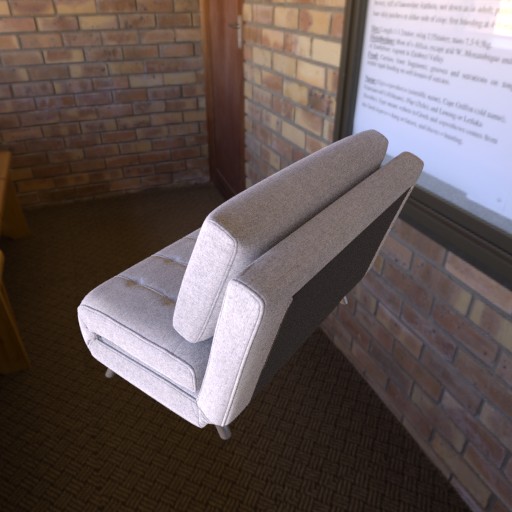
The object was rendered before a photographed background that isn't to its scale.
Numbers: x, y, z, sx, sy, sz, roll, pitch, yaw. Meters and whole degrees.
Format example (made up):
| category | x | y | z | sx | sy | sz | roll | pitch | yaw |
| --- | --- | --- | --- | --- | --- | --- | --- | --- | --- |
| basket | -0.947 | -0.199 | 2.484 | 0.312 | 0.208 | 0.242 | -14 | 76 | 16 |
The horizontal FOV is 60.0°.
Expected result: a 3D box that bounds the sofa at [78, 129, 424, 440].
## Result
| category | x | y | z | sx | sy | sz | roll | pitch | yaw |
| --- | --- | --- | --- | --- | --- | --- | --- | --- | --- |
| sofa | 0.000 | 0.000 | 1.855 | 0.910 | 0.910 | 1.220 | 20 | 37 | 30 |
